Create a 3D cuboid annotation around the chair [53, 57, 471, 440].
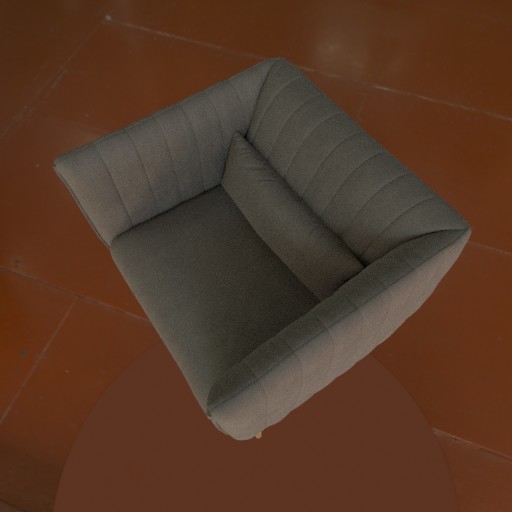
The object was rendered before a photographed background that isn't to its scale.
[{"bbox_3d":[0.000,0.000,1.588,0.873,0.779,0.981,-32,66,-16],"label":"chair"}]
